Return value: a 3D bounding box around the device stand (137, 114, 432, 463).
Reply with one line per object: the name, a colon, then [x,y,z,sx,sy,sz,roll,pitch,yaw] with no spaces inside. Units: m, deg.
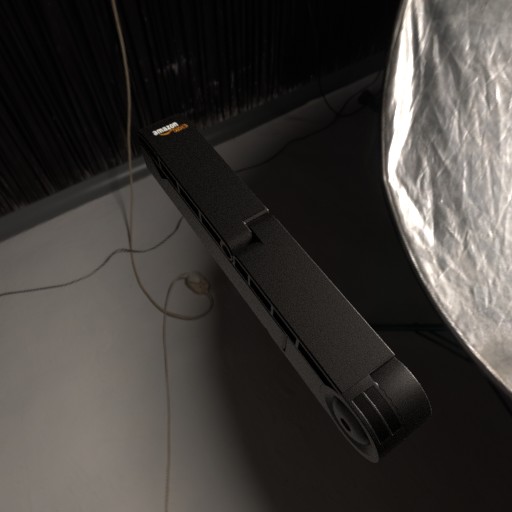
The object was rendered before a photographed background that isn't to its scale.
device stand: [0.000,0.000,0.190,0.026,0.030,0.179,-30,62,-17]
